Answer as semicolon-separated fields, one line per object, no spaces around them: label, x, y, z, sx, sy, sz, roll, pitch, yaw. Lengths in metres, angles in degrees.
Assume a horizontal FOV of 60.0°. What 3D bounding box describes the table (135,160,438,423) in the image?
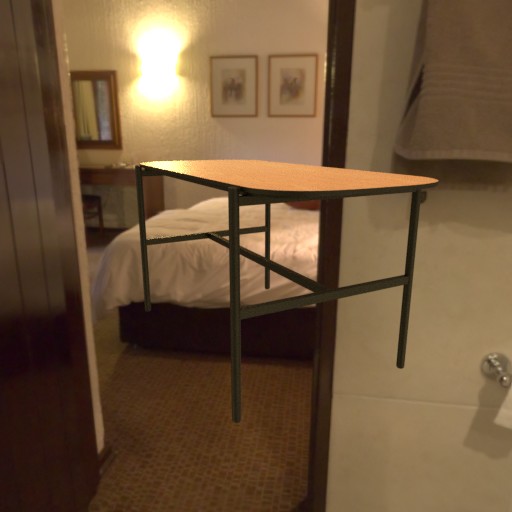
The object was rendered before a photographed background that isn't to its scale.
table;0.000;0.000;1.038;0.400;0.400;0.800;-8;17;-27
